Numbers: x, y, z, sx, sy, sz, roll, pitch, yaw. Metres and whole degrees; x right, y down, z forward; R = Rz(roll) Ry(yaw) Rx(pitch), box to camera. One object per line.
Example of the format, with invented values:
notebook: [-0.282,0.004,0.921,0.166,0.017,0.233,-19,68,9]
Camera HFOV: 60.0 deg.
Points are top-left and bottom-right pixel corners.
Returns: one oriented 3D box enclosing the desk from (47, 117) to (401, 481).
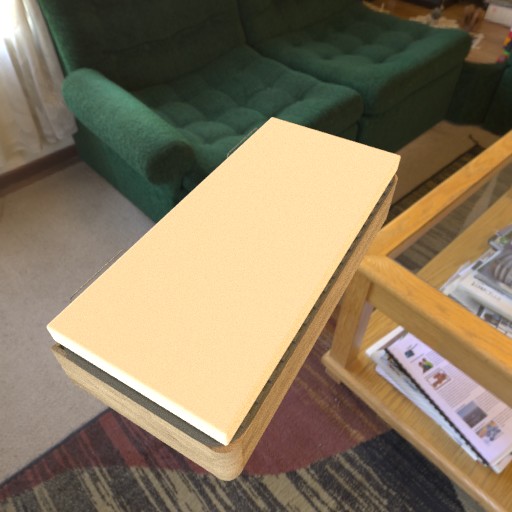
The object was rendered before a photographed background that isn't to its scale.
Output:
desk: [0.000,0.000,2.309,0.900,0.455,1.900,23,51,20]
